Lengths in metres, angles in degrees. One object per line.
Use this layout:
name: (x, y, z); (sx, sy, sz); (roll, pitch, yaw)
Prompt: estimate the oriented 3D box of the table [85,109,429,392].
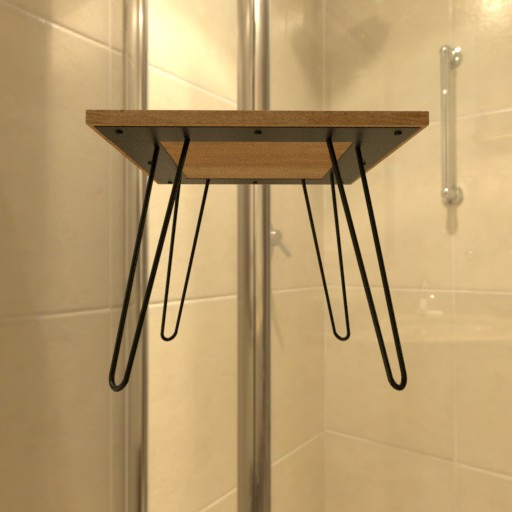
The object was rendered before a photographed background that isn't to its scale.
table: (0.000, 0.000, 1.066); (0.599, 0.500, 0.599); (0, -1, -1)
